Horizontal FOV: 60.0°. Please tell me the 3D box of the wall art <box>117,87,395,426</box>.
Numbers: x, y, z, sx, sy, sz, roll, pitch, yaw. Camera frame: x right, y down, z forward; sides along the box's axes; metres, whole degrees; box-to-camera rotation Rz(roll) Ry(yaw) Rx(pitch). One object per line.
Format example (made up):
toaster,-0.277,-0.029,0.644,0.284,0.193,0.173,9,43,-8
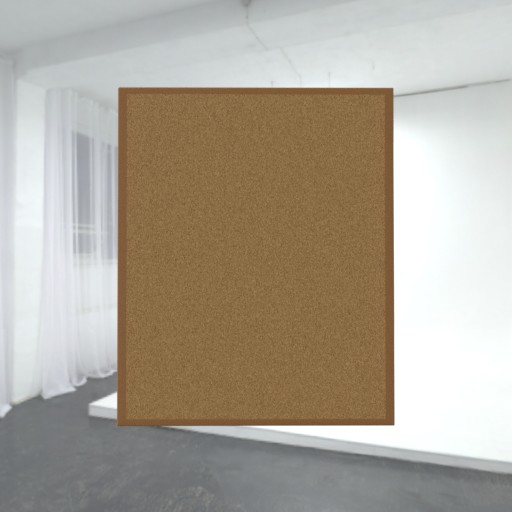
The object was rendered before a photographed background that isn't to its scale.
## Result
wall art,0.000,0.000,0.733,0.452,0.553,0.022,0,-1,0
